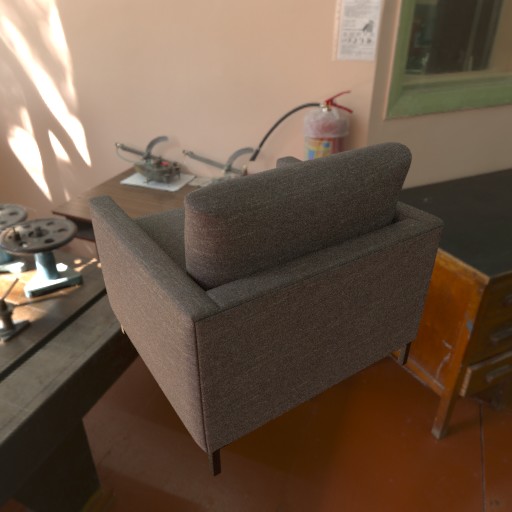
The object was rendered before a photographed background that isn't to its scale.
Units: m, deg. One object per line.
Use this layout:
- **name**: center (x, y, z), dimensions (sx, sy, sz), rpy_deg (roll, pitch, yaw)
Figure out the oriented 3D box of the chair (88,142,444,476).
- **chair**: center (0.000, 0.000, 1.595), dimensions (0.940, 0.841, 0.845), rpy_deg (-18, 35, -29)
